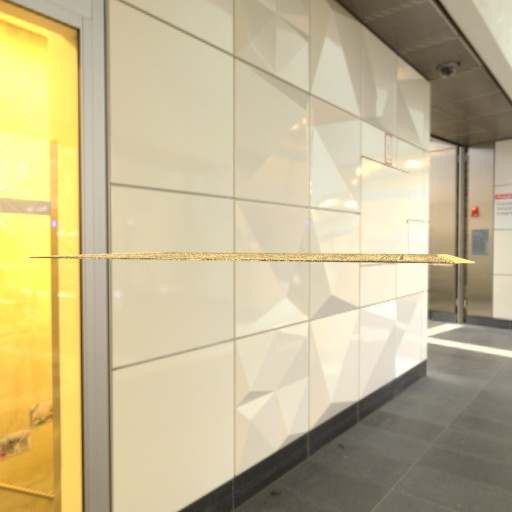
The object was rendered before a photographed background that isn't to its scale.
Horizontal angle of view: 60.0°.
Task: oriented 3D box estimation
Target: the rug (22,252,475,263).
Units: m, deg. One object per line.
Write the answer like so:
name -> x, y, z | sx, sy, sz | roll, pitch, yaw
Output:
rug -> 0.000, 0.000, 2.940 | 2.440, 0.010, 1.529 | 1, 2, 19
